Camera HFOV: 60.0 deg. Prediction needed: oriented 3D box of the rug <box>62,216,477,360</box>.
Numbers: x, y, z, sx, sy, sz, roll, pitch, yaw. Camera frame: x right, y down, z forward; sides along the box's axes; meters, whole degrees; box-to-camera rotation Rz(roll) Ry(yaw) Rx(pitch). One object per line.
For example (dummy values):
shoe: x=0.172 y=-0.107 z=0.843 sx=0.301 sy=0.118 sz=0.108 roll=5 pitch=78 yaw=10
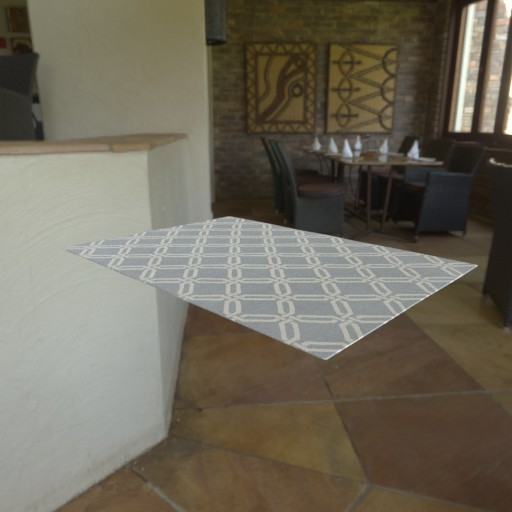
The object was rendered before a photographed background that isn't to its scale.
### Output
rug: x=0.000 y=0.000 z=2.767 sx=2.133 sy=0.013 sz=1.522 roll=15 pitch=22 yaw=42
